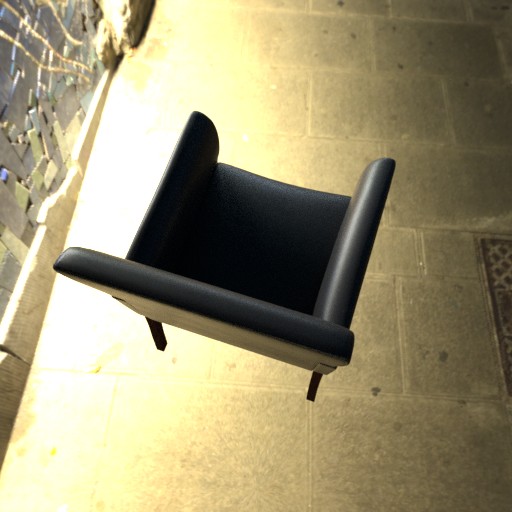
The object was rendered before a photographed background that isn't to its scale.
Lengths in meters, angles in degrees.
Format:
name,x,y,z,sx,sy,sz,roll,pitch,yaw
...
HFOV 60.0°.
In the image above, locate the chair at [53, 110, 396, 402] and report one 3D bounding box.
name,x,y,z,sx,sy,sz,roll,pitch,yaw
chair,0.000,0.000,1.425,0.683,0.951,0.772,16,63,8
